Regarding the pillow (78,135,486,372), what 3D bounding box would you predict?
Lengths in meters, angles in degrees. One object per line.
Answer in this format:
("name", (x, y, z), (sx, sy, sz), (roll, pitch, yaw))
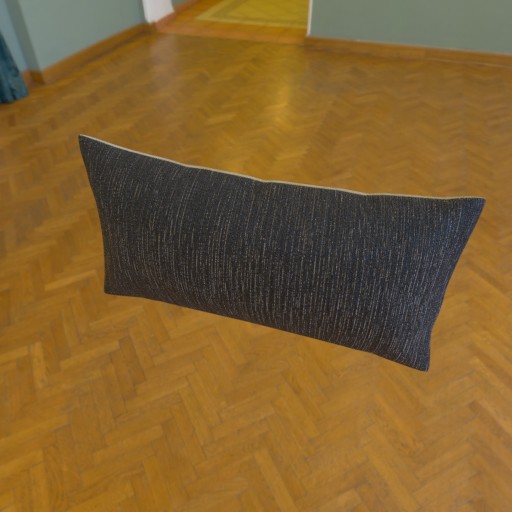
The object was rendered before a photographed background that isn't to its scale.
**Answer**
("pillow", (0.000, 0.000, 0.714), (0.608, 0.305, 0.156), (12, 43, 13))
